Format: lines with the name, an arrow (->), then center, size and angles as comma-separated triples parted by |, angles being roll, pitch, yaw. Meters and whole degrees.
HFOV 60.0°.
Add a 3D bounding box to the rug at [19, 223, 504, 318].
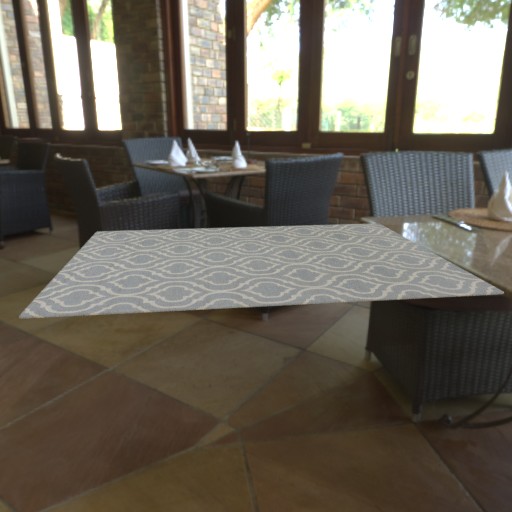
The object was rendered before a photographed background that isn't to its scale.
rug -> 0.000, 0.000, 2.561 | 2.080, 0.010, 1.451 | -2, 17, -7
